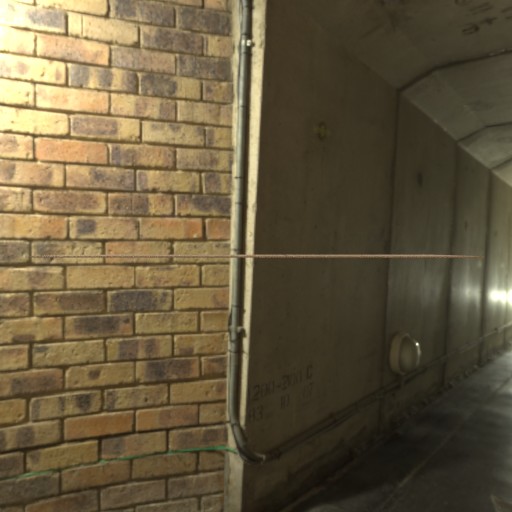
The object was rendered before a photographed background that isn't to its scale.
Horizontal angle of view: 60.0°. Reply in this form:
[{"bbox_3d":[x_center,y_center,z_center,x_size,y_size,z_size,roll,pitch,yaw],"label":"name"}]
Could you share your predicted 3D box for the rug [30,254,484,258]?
[{"bbox_3d":[0.000,0.000,2.759,2.439,0.008,0.762,0,1,1],"label":"rug"}]
